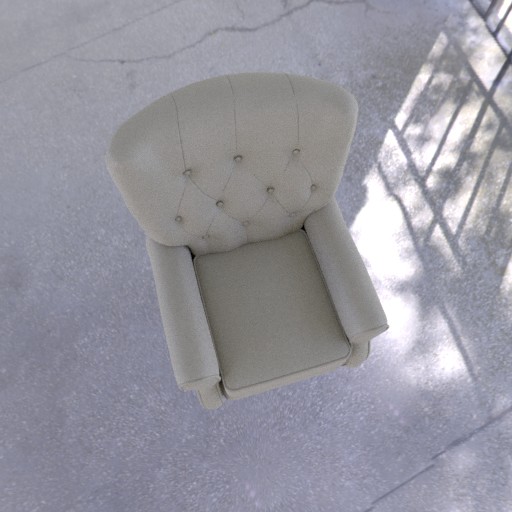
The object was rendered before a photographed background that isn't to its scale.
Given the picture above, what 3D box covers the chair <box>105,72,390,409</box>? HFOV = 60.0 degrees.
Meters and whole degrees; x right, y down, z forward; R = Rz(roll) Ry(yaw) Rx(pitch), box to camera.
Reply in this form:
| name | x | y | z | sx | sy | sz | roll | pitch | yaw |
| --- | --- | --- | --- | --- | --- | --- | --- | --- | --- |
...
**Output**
| name | x | y | z | sx | sy | sz | roll | pitch | yaw |
| --- | --- | --- | --- | --- | --- | --- | --- | --- | --- |
| chair | 0.000 | 0.000 | 1.933 | 0.943 | 1.158 | 1.059 | -14 | 65 | -7 |
